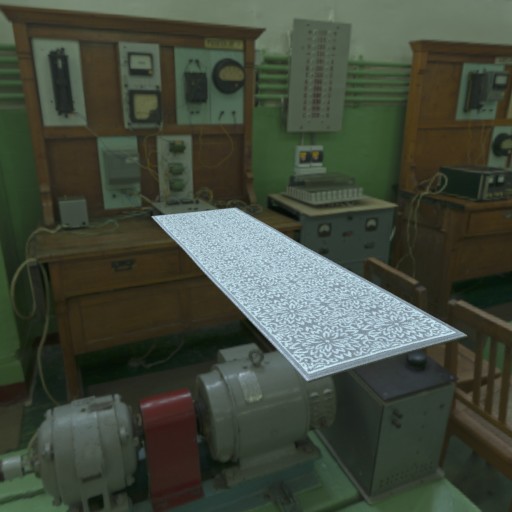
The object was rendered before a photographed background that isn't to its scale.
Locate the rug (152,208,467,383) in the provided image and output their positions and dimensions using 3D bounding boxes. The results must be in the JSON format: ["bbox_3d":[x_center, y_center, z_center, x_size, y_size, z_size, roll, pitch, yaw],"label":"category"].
[{"bbox_3d":[0.000,0.000,2.392,0.662,0.011,2.196,-9,21,-23],"label":"rug"}]
